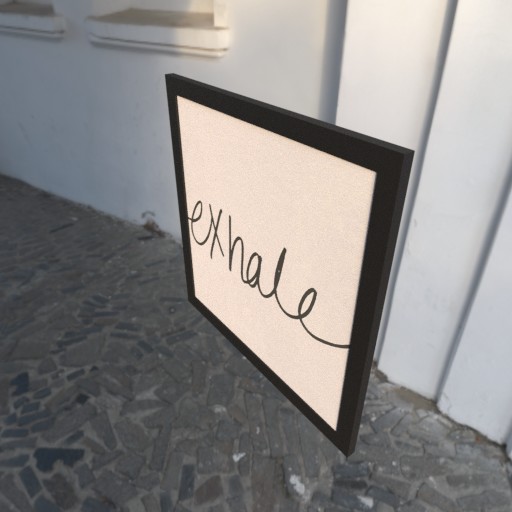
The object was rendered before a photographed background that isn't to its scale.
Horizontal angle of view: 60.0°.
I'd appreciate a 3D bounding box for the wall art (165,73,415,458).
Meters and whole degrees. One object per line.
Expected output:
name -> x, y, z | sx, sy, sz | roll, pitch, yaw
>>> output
wall art -> 0.000, 0.000, 0.528 | 0.012, 0.357, 0.358 | -22, 39, -31
